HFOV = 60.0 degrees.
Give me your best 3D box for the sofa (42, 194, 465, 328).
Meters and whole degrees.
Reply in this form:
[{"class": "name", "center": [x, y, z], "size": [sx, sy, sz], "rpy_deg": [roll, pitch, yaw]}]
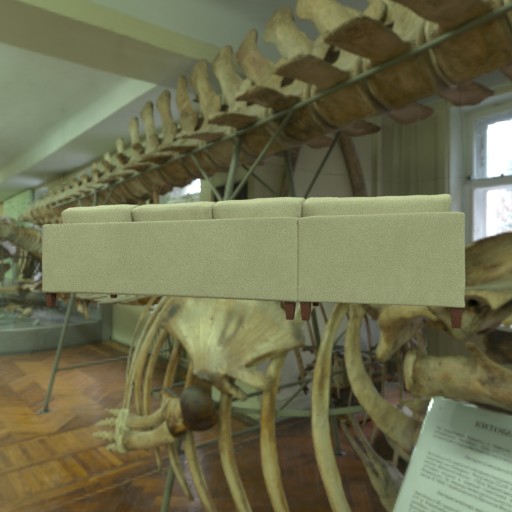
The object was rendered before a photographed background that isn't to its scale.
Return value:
[{"class": "sofa", "center": [0.000, 0.000, 3.876], "size": [3.186, 0.846, 1.625], "rpy_deg": [0, 0, 20]}]
